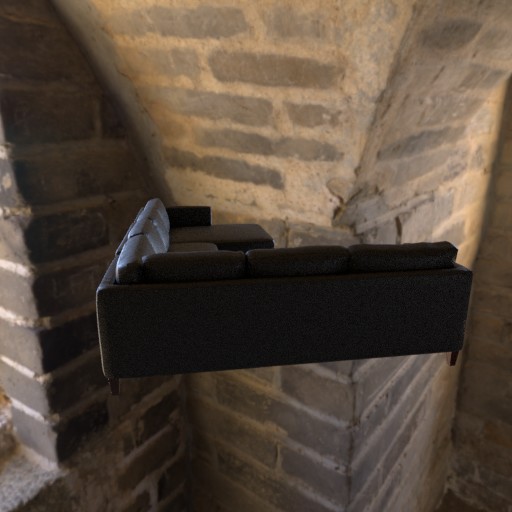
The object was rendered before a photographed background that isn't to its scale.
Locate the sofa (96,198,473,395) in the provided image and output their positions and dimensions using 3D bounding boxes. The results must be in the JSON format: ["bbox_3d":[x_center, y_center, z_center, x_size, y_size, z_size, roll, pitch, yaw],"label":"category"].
[{"bbox_3d":[0.000,0.000,4.604,2.593,0.923,3.460,-2,15,-9],"label":"sofa"}]
